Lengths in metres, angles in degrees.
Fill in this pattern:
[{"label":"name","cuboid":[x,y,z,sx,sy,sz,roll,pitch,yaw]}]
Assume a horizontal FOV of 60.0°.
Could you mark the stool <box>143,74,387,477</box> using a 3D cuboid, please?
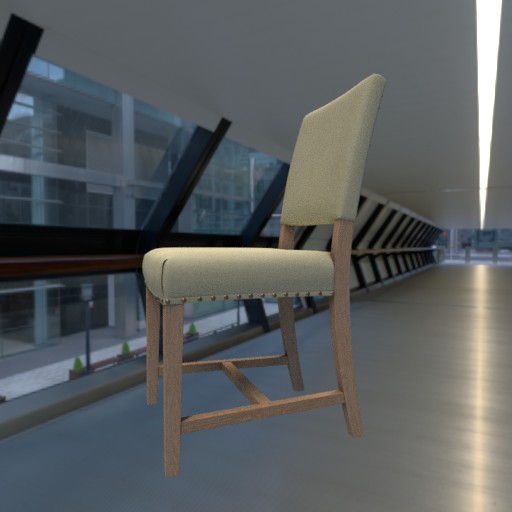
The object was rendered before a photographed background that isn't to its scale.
[{"label":"stool","cuboid":[0.000,0.000,1.321,0.623,0.986,0.508,-1,2,-19]}]
